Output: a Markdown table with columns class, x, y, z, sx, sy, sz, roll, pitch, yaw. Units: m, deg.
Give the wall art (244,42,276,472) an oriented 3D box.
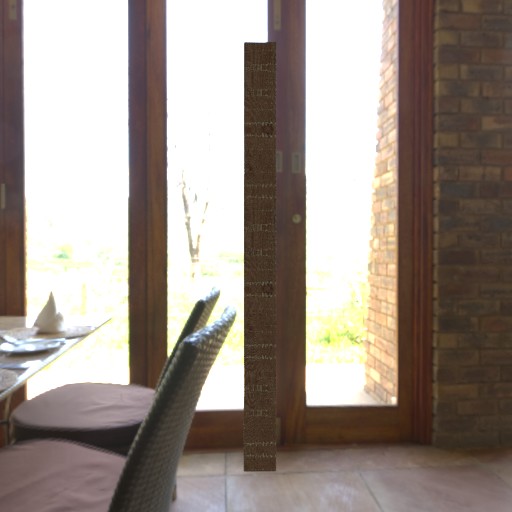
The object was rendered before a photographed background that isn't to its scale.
| class | x | y | z | sx | sy | sz | roll | pitch | yaw |
| --- | --- | --- | --- | --- | --- | --- | --- | --- | --- |
| wall art | 0.000 | 0.000 | 0.813 | 0.040 | 0.531 | 0.531 | 0 | 0 | -1 |
